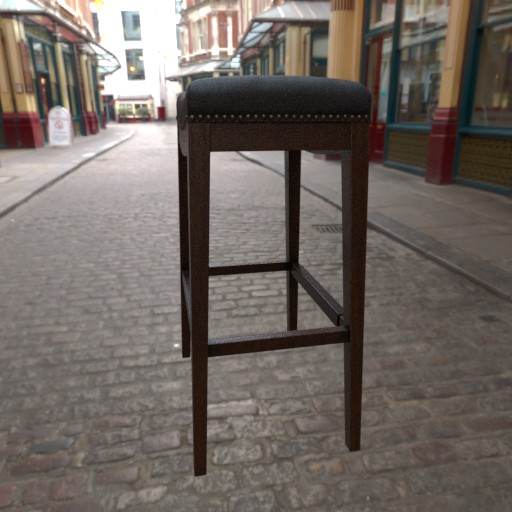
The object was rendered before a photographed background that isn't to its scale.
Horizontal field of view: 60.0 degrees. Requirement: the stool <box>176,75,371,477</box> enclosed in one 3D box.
[{"bbox_3d":[0.000,0.000,1.053,0.361,0.765,0.500,-4,18,-11],"label":"stool"}]
